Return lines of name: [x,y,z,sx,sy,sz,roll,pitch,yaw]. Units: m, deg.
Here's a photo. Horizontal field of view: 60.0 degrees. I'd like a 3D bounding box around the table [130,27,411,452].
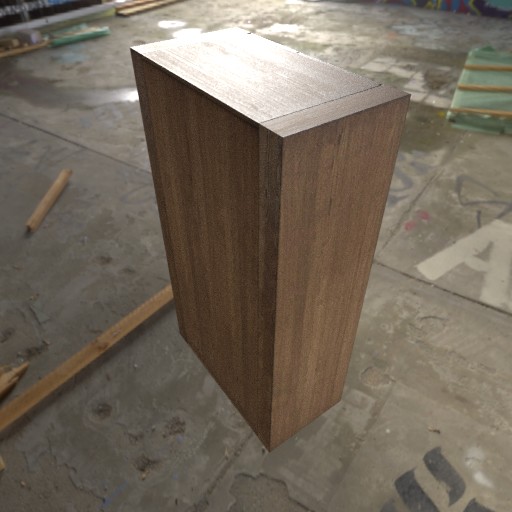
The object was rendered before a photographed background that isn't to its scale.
table: [0.000,0.000,2.432,0.600,2.000,1.100,-25,47,-26]
